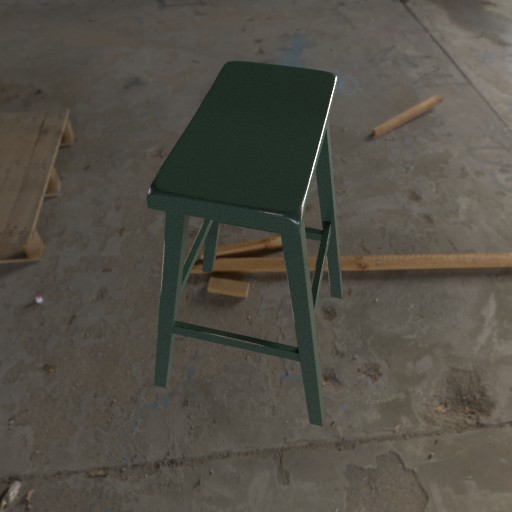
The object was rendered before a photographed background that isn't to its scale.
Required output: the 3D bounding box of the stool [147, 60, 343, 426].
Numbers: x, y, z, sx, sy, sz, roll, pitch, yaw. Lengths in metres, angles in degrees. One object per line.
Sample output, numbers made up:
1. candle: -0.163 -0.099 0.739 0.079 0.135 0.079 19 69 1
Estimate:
1. stool: 0.000 0.000 1.073 0.476 0.737 0.457 11 50 9
